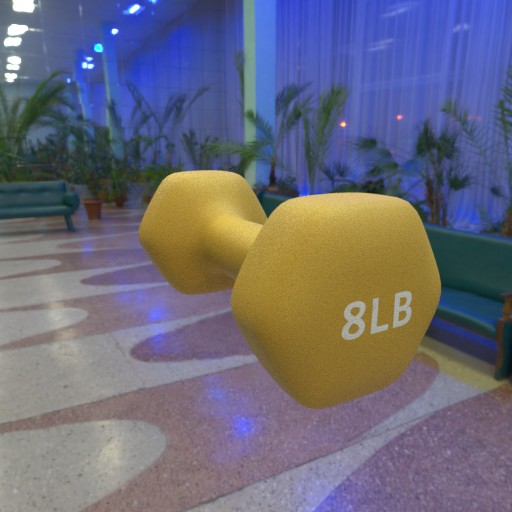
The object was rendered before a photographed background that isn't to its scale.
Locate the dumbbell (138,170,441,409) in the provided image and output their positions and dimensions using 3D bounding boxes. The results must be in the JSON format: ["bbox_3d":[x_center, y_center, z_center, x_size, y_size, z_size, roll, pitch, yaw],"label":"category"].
[{"bbox_3d":[0.000,0.000,0.241,0.090,0.082,0.190,-8,17,-26],"label":"dumbbell"}]
